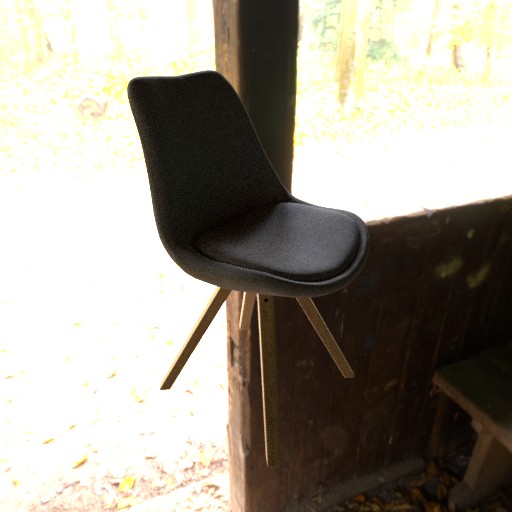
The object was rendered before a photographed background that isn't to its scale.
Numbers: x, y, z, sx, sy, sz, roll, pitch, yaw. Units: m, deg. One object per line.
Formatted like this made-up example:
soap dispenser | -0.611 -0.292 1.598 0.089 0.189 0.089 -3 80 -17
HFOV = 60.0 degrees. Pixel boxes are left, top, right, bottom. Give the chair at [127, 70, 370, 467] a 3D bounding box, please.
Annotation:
chair | 0.000 0.000 1.162 0.550 0.865 0.483 19 33 33
